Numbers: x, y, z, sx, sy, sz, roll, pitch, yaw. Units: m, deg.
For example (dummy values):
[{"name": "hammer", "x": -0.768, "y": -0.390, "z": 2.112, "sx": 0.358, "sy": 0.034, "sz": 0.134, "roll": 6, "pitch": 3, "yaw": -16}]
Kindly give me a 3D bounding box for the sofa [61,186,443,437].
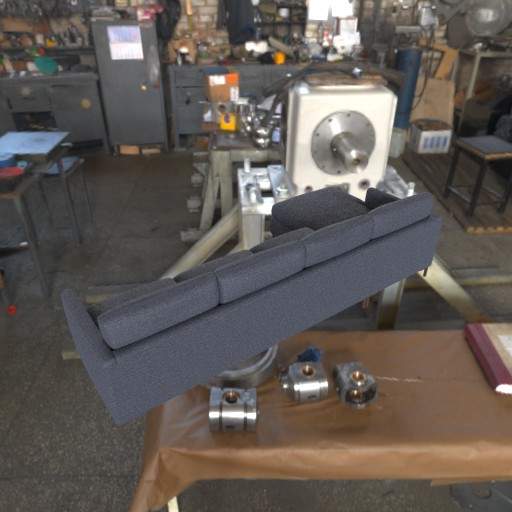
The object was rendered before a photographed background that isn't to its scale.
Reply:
[{"name": "sofa", "x": 0.000, "y": 0.000, "z": 2.938, "sx": 2.445, "sy": 0.673, "sz": 1.125, "roll": -21, "pitch": 37, "yaw": -30}]
